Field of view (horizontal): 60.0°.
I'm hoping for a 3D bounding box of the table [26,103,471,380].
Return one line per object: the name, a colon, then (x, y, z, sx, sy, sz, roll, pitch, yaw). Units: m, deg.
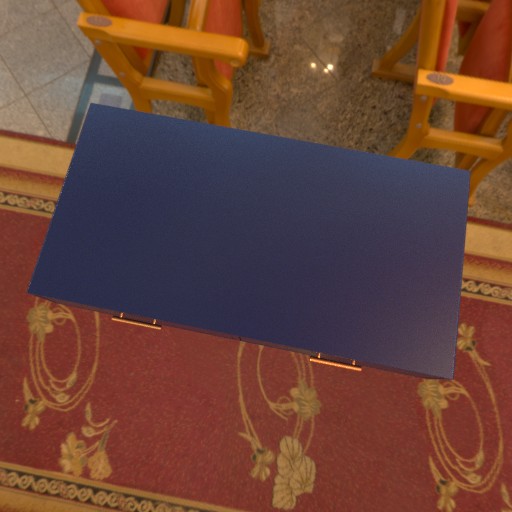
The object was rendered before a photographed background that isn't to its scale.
table: (0.000, 0.000, 1.363, 1.067, 0.457, 0.572, 11, 75, 3)
